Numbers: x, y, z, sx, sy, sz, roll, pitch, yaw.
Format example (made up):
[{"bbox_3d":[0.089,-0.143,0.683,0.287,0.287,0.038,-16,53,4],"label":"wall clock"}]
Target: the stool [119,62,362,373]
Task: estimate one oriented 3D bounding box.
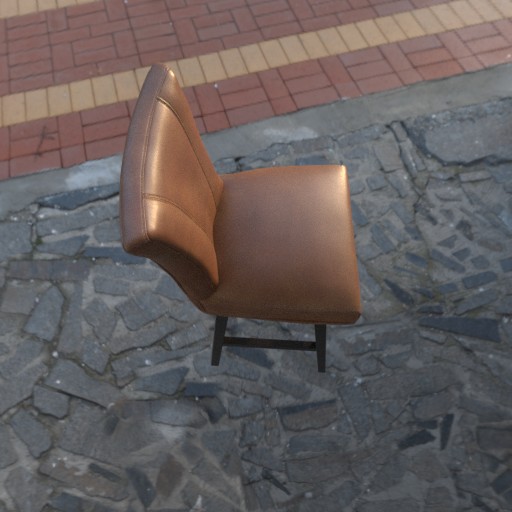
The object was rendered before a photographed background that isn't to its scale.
[{"bbox_3d":[0.000,0.000,1.432,0.585,1.094,0.522,0,64,0],"label":"stool"}]
